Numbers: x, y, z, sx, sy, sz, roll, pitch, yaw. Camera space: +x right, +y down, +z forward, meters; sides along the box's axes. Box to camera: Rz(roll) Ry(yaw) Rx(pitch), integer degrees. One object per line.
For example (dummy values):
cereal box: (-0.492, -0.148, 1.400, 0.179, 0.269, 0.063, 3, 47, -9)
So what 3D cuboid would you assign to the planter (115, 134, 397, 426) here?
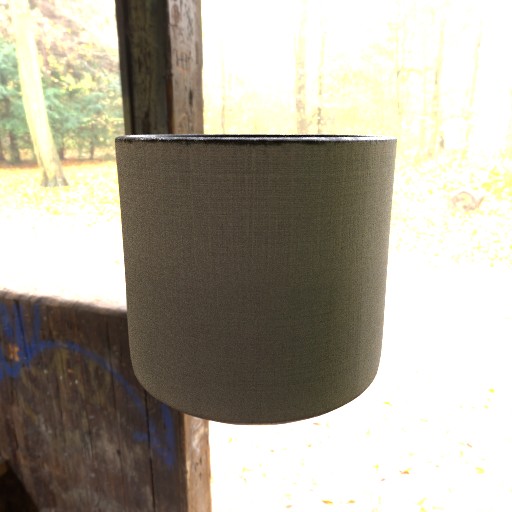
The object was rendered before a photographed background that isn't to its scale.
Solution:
planter: (0.000, 0.000, 0.382, 0.221, 0.201, 0.221, 0, 16, 0)
